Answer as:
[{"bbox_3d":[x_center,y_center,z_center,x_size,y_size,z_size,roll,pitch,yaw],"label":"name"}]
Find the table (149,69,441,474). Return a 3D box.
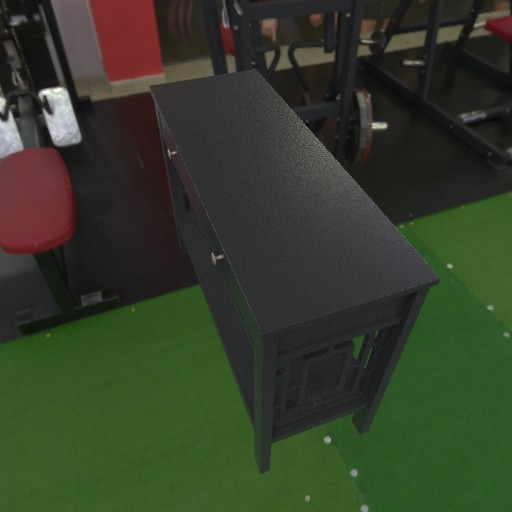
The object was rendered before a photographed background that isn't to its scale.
[{"bbox_3d":[0.000,0.000,1.459,0.397,0.753,1.068,-15,47,-14],"label":"table"}]
